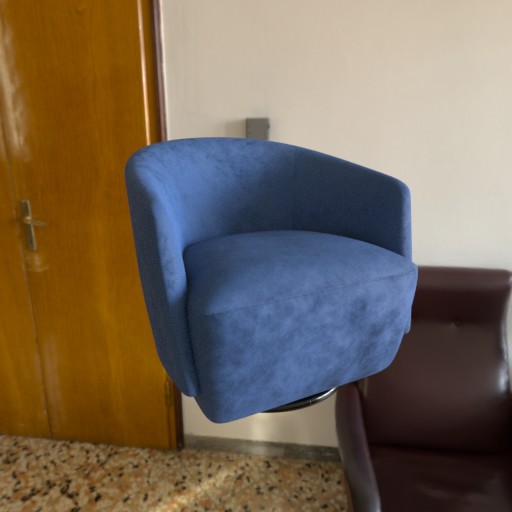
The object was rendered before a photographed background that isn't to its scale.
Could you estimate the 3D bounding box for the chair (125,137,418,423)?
[{"bbox_3d":[0.000,0.000,1.382,0.773,0.698,0.767,-9,19,-27],"label":"chair"}]
